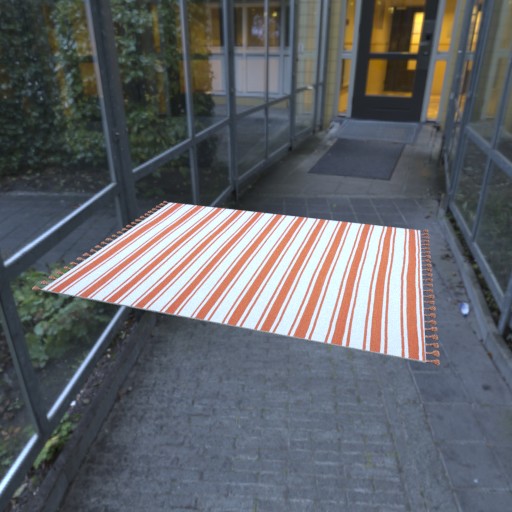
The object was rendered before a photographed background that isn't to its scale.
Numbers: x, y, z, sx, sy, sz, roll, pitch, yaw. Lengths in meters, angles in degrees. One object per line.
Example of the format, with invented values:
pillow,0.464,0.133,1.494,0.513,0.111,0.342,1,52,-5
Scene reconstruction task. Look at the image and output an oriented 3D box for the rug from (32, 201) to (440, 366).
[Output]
rug,0.000,0.000,4.472,3.369,0.035,2.451,8,27,16
